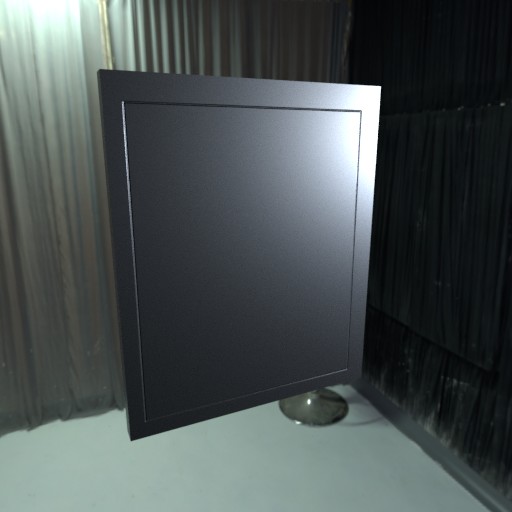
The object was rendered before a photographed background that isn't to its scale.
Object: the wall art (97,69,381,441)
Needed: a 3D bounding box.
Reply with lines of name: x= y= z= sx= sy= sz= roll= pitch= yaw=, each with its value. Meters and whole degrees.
wall art: x=0.000 y=0.000 z=0.751 sx=0.461 sy=0.558 sz=0.031 roll=-7 pitch=16 yaw=-25
